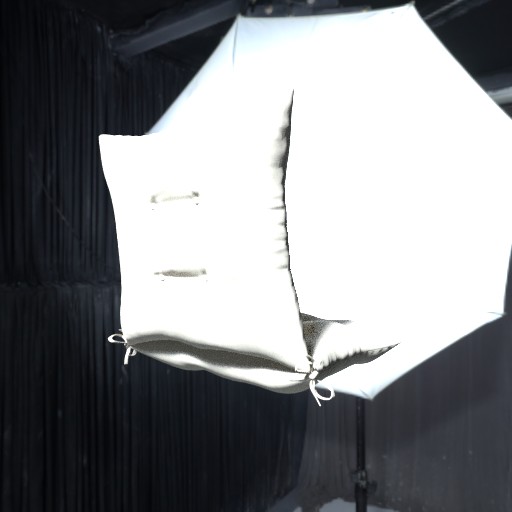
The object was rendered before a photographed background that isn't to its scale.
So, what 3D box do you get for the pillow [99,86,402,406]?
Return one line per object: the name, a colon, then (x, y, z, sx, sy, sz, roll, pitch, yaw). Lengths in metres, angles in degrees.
pillow: (0.000, 0.000, 1.037, 0.541, 0.536, 0.585, 0, -1, 36)
